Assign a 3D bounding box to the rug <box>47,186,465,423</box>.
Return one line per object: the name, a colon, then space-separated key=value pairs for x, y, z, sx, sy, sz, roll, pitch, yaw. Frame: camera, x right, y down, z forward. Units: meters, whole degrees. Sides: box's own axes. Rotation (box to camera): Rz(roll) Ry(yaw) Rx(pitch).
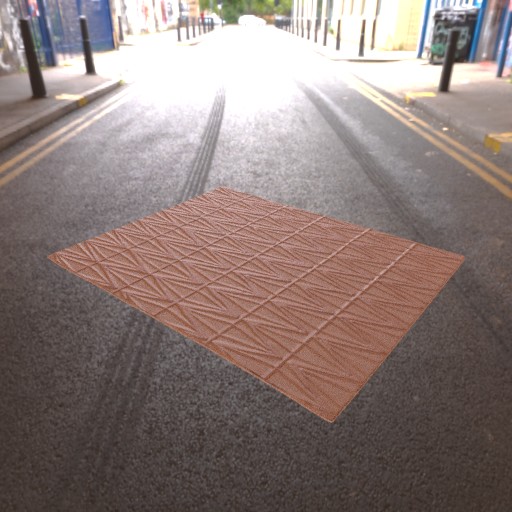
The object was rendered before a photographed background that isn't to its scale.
rug: x=0.000 y=0.000 z=4.113 sx=3.052 sy=0.043 sz=2.453 roll=21 pitch=35 yaw=33
